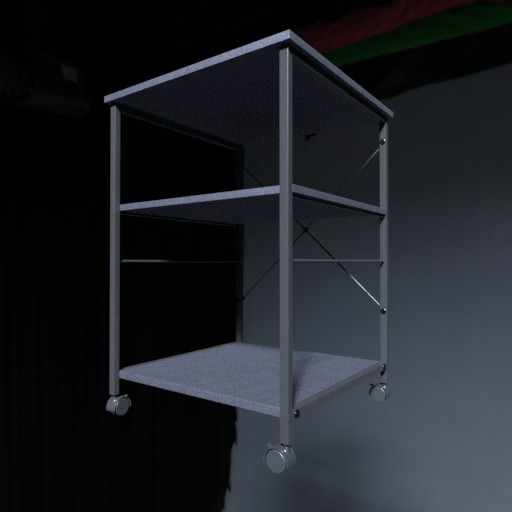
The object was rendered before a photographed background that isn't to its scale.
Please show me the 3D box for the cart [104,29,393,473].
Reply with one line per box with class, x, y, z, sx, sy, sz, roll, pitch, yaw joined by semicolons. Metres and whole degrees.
cart;0.000;0.000;1.112;0.521;0.762;0.520;-1;-1;36
